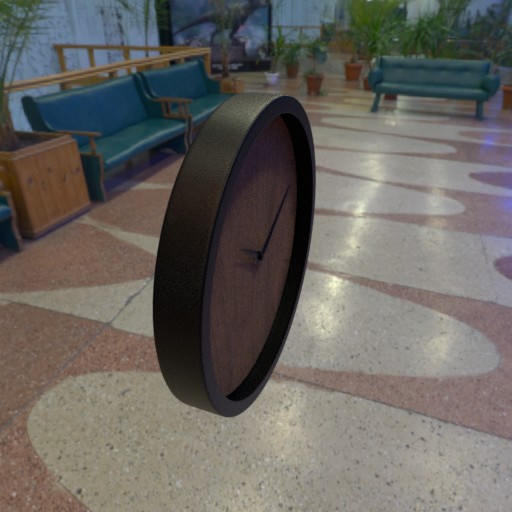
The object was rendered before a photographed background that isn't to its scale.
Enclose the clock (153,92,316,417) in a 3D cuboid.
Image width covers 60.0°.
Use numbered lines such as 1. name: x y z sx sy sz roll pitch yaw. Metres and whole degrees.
1. clock: 0.000 0.000 0.454 0.040 0.314 0.314 11 31 19
